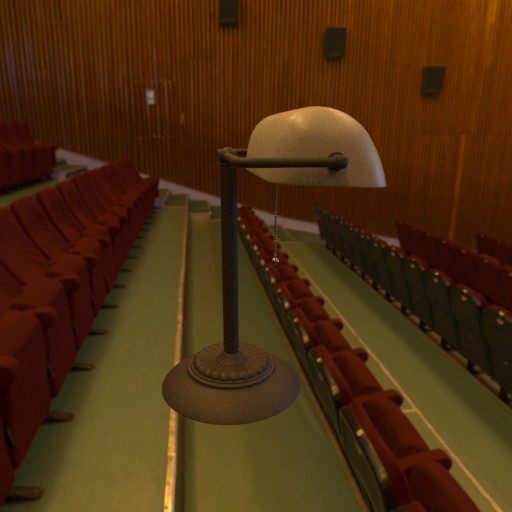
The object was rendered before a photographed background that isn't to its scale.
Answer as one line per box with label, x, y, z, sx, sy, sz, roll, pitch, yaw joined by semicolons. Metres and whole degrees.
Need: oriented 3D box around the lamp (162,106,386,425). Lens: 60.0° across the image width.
lamp;0.000;0.000;0.538;0.243;0.339;0.264;-2;15;-8
